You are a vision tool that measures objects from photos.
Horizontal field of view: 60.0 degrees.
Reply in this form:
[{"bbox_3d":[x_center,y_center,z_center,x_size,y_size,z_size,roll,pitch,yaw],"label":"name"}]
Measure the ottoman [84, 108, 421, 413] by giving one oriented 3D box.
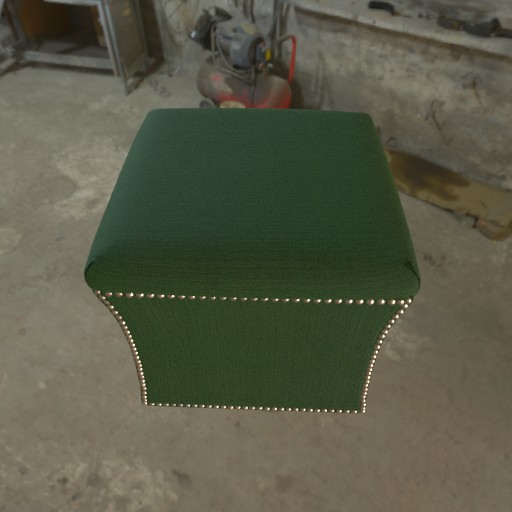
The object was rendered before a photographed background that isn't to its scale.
[{"bbox_3d":[0.000,0.000,0.937,0.507,0.475,0.497,2,46,2],"label":"ottoman"}]
